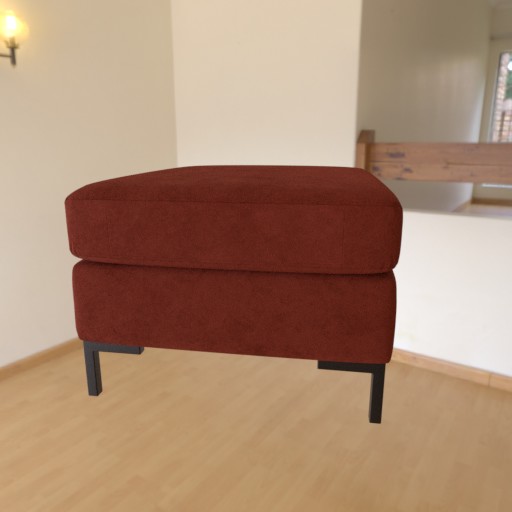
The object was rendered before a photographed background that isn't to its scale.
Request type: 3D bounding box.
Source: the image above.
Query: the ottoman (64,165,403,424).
[{"bbox_3d":[0.000,0.000,1.200,0.650,0.462,0.782,2,15,9],"label":"ottoman"}]
